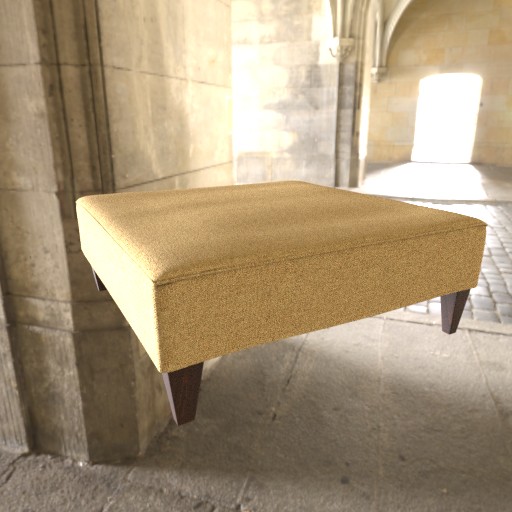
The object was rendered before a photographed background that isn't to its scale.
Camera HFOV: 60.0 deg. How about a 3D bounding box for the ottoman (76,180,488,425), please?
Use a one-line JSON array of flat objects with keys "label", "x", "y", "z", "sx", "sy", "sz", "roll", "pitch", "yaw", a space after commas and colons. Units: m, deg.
[{"label": "ottoman", "x": 0.000, "y": 0.000, "z": 1.464, "sx": 0.970, "sy": 0.378, "sz": 0.981, "roll": -9, "pitch": 19, "yaw": -28}]
